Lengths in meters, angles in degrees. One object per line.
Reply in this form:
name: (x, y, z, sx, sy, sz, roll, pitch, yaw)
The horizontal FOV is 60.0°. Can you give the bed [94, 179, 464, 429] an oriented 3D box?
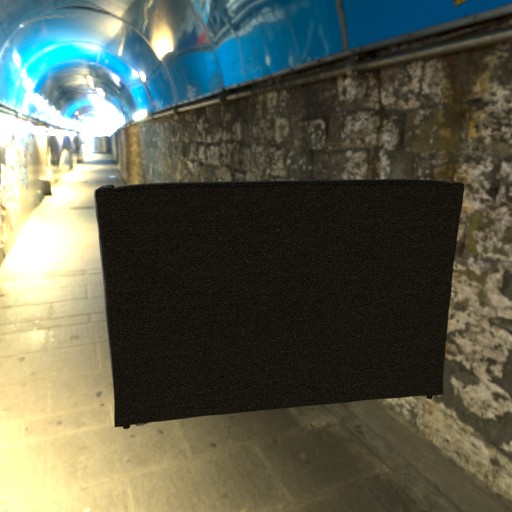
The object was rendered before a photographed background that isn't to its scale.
bed: (0.000, 0.000, 3.443, 1.925, 1.332, 2.276, -2, 14, -9)
